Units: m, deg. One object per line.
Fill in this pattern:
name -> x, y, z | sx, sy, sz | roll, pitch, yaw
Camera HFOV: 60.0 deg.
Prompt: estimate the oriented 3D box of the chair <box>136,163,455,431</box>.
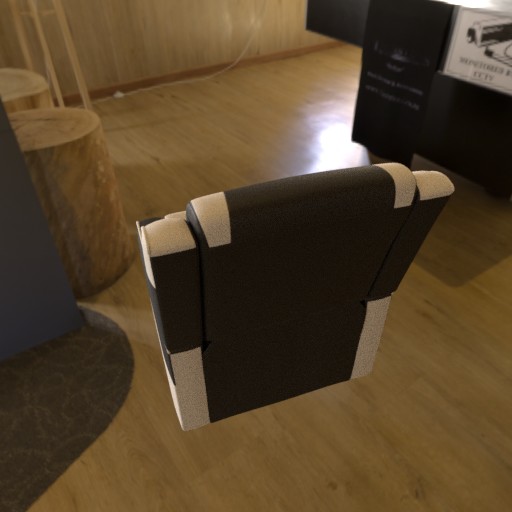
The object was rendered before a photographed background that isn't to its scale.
chair -> 0.000, 0.000, 1.266 | 0.620, 0.805, 0.672 | -13, 41, -15
